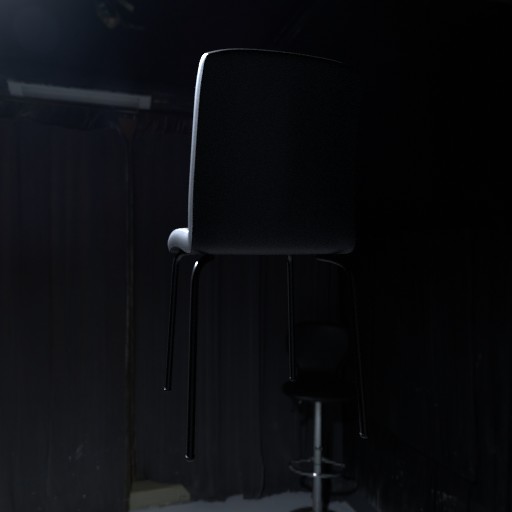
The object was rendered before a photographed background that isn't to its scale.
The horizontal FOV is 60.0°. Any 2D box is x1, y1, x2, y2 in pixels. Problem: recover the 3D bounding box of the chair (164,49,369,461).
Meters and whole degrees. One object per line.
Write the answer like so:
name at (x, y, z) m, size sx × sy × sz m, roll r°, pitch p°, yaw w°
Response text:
chair at (0.000, 0.000, 1.212) m, size 0.450 × 0.872 × 0.572 m, roll 0°, pitch 1°, yaw -16°
